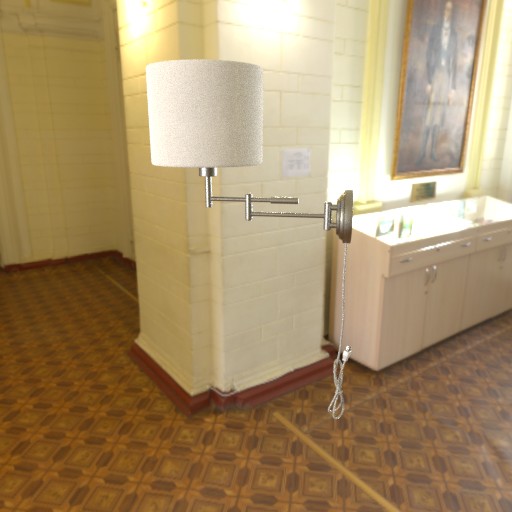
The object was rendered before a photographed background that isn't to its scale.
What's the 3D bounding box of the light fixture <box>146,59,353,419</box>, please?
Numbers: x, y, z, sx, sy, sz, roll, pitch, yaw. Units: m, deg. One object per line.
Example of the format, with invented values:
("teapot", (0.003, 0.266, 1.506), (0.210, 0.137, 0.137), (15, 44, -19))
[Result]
("light fixture", (0.000, 0.000, 1.065), (0.479, 0.842, 0.253), (2, 16, 9))
